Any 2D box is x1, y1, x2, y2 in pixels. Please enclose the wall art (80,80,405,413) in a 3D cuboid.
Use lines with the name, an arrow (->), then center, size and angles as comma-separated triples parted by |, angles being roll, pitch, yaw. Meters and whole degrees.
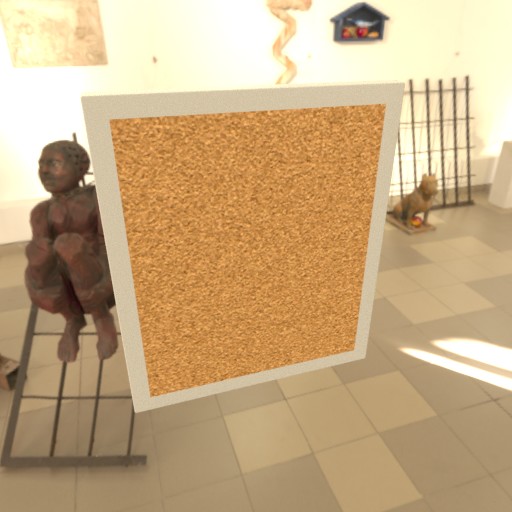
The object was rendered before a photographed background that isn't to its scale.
wall art -> 0.000, 0.000, 0.530 | 0.331, 0.381, 0.028 | -9, 29, -16
